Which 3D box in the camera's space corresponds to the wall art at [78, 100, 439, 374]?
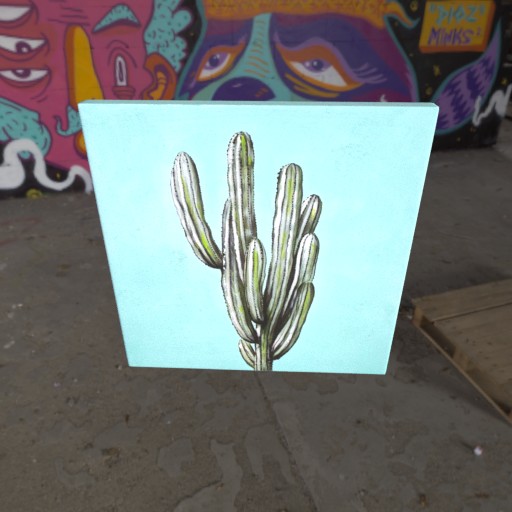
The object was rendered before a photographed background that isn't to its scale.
[{"bbox_3d":[0.000,0.000,1.608,1.071,1.073,0.070,1,30,2],"label":"wall art"}]
